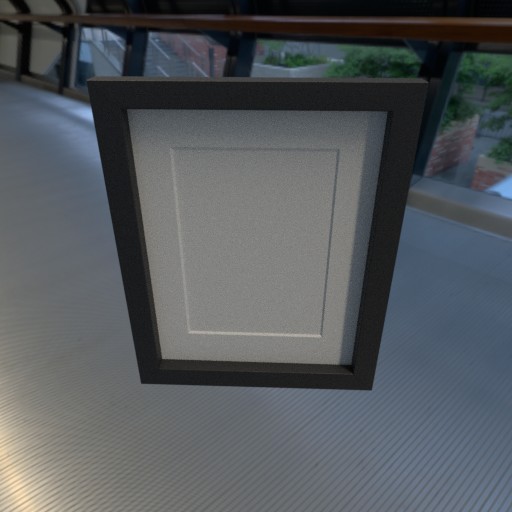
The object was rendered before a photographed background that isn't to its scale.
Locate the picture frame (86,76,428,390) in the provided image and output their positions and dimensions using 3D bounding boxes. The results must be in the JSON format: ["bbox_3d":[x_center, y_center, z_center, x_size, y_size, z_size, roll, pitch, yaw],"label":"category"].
[{"bbox_3d":[0.000,0.000,0.508,0.307,0.383,0.036,1,30,2],"label":"picture frame"}]
